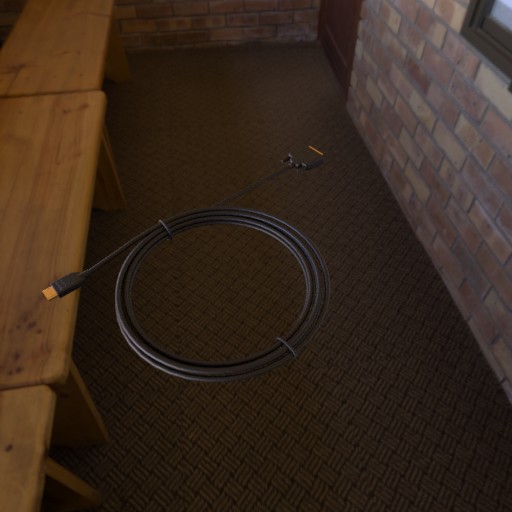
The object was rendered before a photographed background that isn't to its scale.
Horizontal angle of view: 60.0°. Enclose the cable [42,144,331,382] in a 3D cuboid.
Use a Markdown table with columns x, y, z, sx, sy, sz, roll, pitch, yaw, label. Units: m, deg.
| x | y | z | sx | sy | sz | roll | pitch | yaw | label |
| --- | --- | --- | --- | --- | --- | --- | --- | --- | --- |
| 0.000 | 0.000 | 0.518 | 0.422 | 0.030 | 0.257 | -32 | 56 | -26 | cable |
